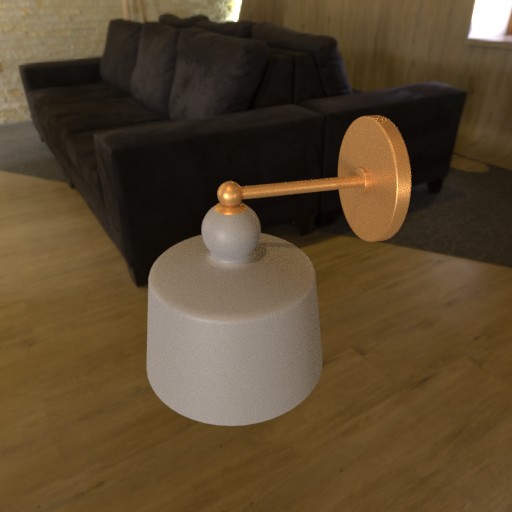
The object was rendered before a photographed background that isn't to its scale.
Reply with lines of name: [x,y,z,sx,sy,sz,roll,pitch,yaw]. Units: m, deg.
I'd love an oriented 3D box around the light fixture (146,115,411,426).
light fixture: [0.000,0.000,0.460,0.254,0.268,0.204,-8,31,-13]
